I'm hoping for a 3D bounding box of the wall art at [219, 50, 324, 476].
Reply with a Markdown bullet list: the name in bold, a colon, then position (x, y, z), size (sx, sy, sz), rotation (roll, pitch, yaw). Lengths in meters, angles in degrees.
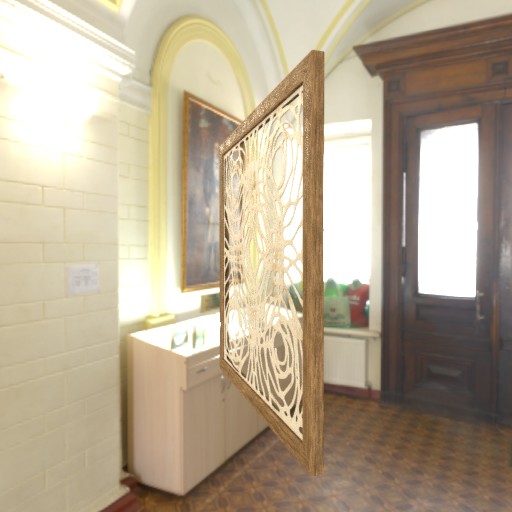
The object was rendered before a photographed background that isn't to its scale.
- **wall art**: position (0.000, 0.000, 0.852), size (0.021, 0.576, 0.561), rotation (0, 1, -17)
